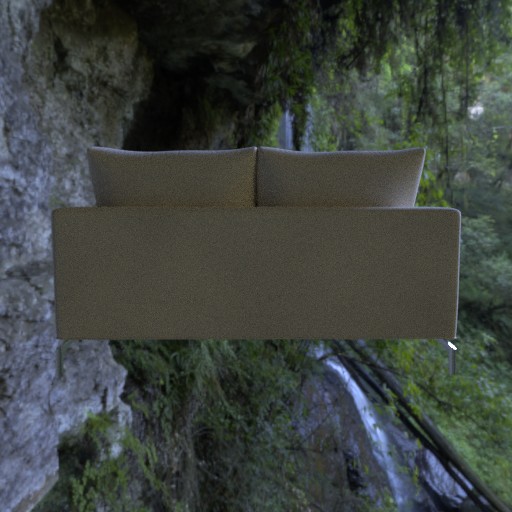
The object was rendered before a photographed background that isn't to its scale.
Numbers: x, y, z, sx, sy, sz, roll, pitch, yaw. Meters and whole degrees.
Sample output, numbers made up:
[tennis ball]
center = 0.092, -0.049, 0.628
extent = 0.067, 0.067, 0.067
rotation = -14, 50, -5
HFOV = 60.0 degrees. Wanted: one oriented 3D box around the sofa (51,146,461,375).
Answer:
[sofa]
center = 0.000, 0.000, 2.310
extent = 1.739, 0.995, 0.906
rotation = 0, 0, 0
